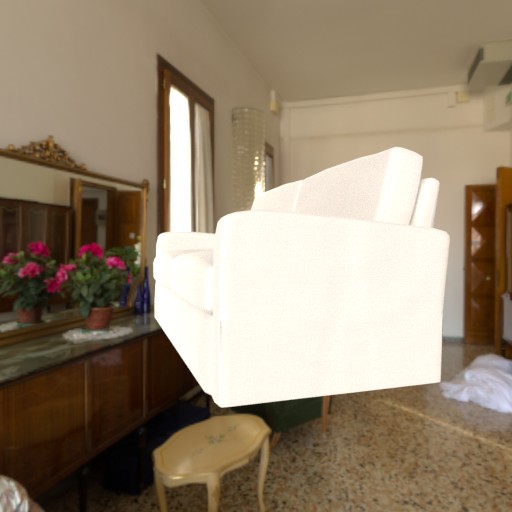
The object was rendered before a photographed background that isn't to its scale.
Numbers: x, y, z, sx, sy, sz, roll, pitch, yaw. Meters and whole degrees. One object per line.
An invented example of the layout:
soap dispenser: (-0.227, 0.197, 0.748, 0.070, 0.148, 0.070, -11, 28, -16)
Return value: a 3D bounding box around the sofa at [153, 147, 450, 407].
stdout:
sofa: (0.000, 0.000, 2.235, 0.894, 0.831, 1.808, 0, 1, -18)
